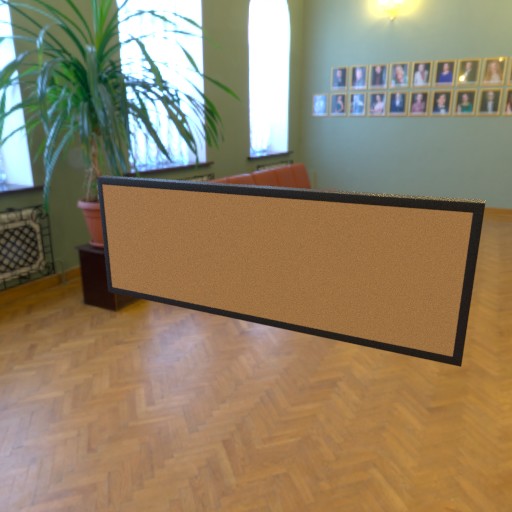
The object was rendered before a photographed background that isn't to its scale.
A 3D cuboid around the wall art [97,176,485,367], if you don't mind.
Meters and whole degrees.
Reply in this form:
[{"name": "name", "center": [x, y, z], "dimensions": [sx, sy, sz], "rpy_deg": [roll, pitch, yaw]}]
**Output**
[{"name": "wall art", "center": [0.000, 0.000, 0.971], "dimensions": [0.860, 0.303, 0.037], "rpy_deg": [8, 18, 25]}]
